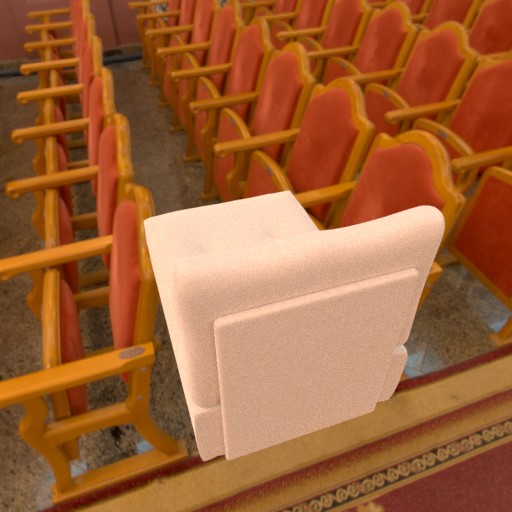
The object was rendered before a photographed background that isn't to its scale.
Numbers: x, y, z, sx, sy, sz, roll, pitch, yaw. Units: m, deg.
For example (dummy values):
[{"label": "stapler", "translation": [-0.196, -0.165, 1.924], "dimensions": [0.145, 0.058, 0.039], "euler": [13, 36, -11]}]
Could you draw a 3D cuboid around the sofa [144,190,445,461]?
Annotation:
[{"label": "sofa", "translation": [0.000, 0.000, 1.578], "dimensions": [0.700, 0.820, 1.000], "euler": [-13, 42, -14]}]
